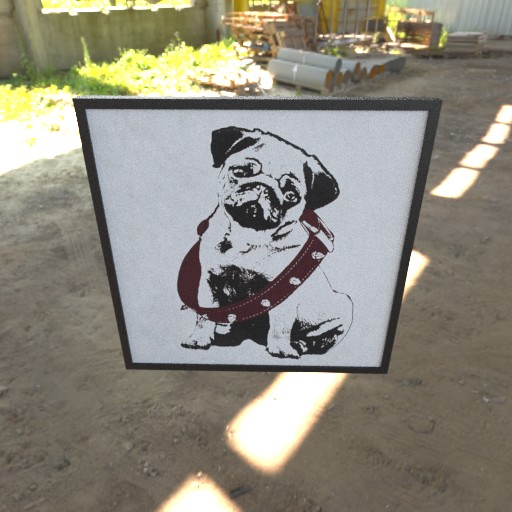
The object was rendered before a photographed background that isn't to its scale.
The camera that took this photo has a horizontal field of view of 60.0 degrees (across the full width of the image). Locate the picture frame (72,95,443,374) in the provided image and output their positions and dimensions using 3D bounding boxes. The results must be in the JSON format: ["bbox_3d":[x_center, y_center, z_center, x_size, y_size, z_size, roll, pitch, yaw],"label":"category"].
[{"bbox_3d":[0.000,0.000,1.133,0.775,0.775,0.032,1,30,1],"label":"picture frame"}]
